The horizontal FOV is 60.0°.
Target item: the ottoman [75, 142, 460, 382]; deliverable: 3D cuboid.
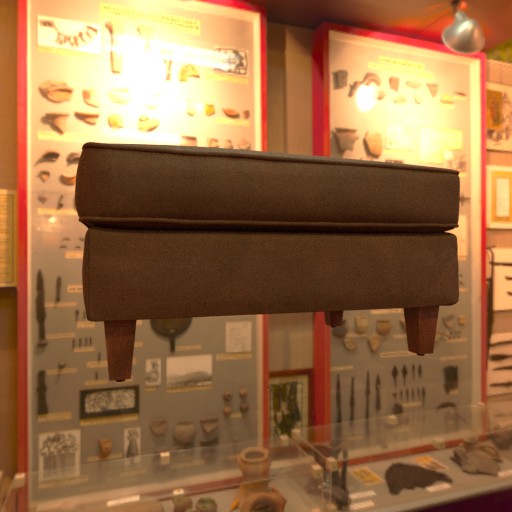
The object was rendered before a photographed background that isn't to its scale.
[{"bbox_3d":[0.000,0.000,1.174,0.860,0.481,0.596,0,0,-18],"label":"ottoman"}]
